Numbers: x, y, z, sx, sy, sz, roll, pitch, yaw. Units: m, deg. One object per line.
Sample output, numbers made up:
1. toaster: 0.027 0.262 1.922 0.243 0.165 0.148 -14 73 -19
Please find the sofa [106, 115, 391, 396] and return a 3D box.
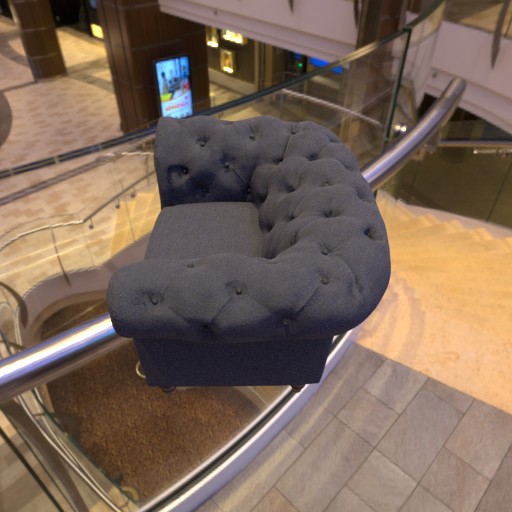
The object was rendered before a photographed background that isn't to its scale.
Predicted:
1. sofa: 0.000 0.000 2.098 1.032 0.878 1.405 -1 41 -1
